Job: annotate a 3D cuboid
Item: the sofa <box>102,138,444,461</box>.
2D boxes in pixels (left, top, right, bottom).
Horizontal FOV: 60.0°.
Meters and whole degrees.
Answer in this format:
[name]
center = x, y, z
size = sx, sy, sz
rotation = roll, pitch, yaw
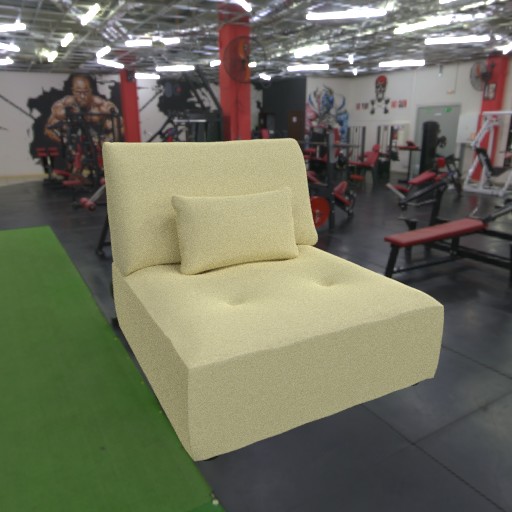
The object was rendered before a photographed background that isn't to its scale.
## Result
[sofa]
center = 0.000, 0.000, 1.678
size = 0.930, 0.820, 1.000
rotation = -9, 19, -27
